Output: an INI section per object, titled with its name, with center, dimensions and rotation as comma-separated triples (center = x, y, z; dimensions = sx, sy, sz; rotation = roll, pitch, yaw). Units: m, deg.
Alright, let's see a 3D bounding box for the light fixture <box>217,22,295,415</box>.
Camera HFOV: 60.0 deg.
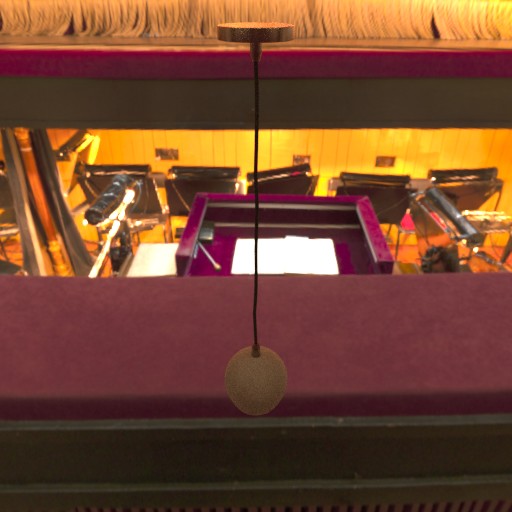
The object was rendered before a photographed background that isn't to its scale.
[light fixture]
center = 0.000, 0.000, 0.825
dimensions = 0.139, 0.764, 0.139
rotation = 0, 31, 0
